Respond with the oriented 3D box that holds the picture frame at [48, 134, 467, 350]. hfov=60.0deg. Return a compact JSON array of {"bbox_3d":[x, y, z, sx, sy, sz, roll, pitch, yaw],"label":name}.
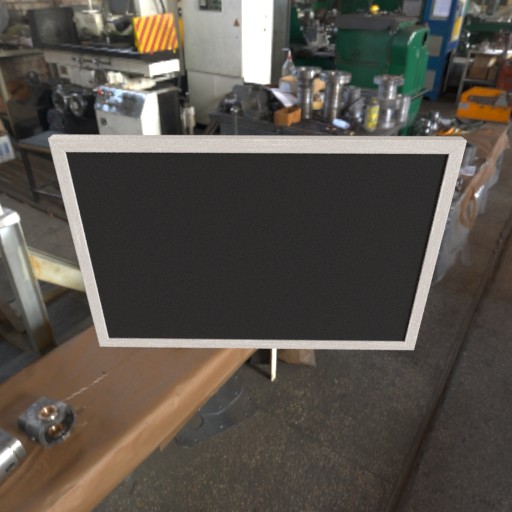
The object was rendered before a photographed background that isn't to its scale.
[{"bbox_3d":[0.000,0.000,1.186,0.950,0.640,0.029,0,32,1],"label":"picture frame"}]
